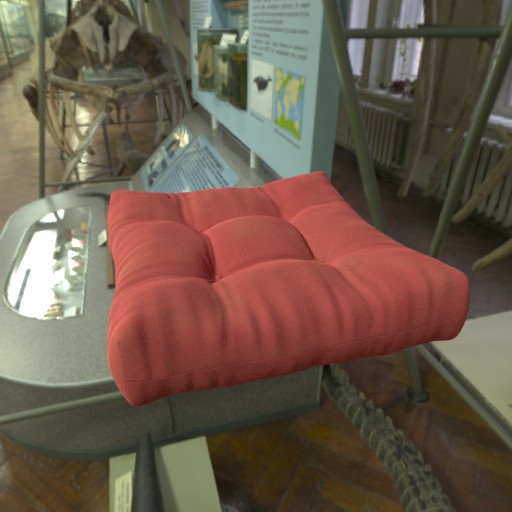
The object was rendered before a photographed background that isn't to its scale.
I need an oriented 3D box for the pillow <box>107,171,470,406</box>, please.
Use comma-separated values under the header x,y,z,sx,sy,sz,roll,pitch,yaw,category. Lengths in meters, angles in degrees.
x,y,z,sx,sy,sz,roll,pitch,yaw,category
0.000,0.000,0.729,0.468,0.128,0.490,-8,29,-15,pillow
